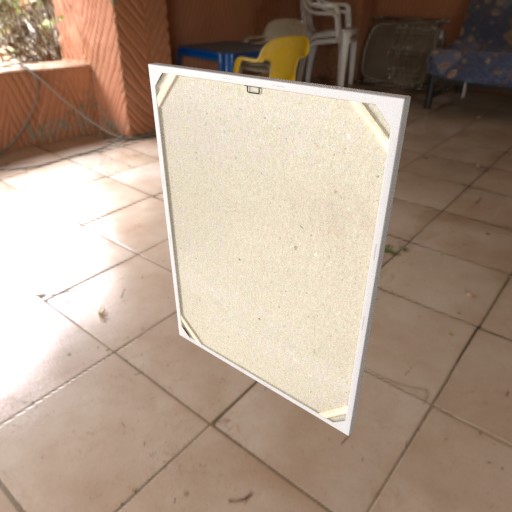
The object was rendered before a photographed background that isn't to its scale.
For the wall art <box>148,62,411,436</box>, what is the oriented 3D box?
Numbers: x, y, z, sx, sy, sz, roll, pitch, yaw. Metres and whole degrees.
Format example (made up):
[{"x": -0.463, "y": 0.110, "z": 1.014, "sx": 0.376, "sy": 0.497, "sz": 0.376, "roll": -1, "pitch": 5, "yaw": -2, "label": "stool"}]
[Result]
[{"x": 0.000, "y": 0.000, "z": 1.599, "sx": 0.914, "sy": 1.212, "sz": 0.038, "roll": 22, "pitch": 37, "yaw": 32, "label": "wall art"}]
